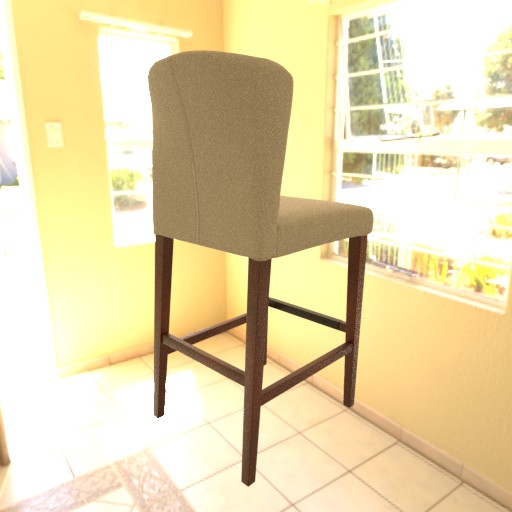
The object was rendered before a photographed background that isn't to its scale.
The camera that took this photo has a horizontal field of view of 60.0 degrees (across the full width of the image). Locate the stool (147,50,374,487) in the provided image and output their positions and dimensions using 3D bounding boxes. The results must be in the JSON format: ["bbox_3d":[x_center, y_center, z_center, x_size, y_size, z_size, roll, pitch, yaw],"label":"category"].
[{"bbox_3d":[0.000,0.000,1.344,0.479,1.069,0.568,14,20,42],"label":"stool"}]
